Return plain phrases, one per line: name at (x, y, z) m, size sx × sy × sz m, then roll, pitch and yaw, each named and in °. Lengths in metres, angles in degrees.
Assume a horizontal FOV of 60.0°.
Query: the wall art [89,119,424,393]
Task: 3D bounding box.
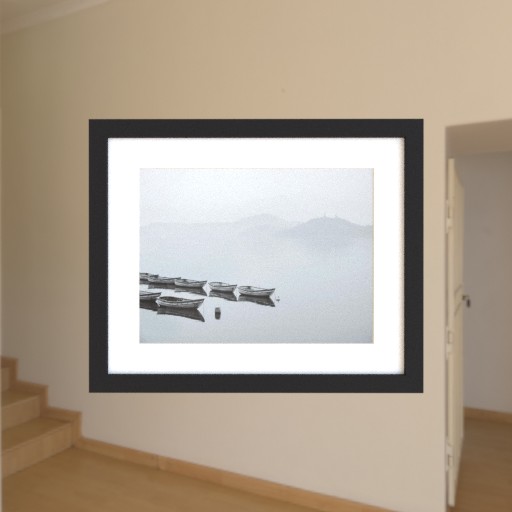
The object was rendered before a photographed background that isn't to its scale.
wall art at (0.000, 0.000, 0.539) m, size 0.397 × 0.325 × 0.028 m, roll 0°, pitch 0°, yaw 0°
